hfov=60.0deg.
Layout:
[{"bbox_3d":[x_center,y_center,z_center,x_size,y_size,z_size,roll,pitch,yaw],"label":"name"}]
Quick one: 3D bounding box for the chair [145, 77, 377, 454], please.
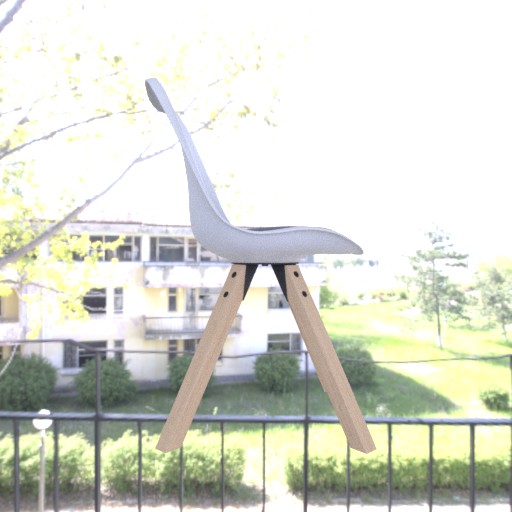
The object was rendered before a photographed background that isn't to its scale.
[{"bbox_3d":[0.000,0.000,1.172,0.550,0.850,0.485,0,0,0],"label":"chair"}]
